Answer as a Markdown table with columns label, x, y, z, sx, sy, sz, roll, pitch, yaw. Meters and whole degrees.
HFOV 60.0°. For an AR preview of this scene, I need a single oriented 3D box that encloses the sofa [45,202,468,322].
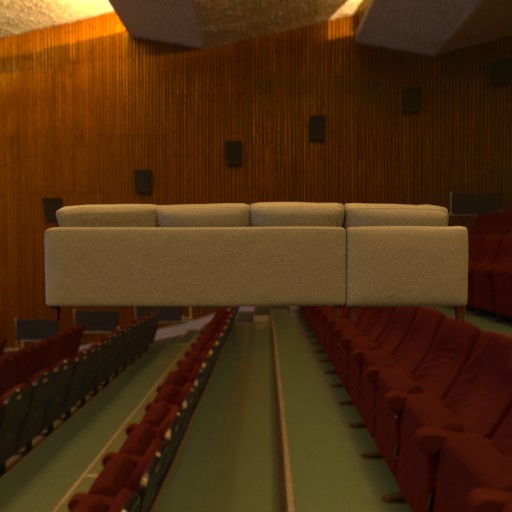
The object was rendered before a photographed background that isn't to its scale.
| label | x | y | z | sx | sy | sz | roll | pitch | yaw |
| --- | --- | --- | --- | --- | --- | --- | --- | --- | --- |
| sofa | 0.000 | 0.000 | 4.656 | 3.301 | 0.947 | 2.592 | 0 | 2 | 1 |
